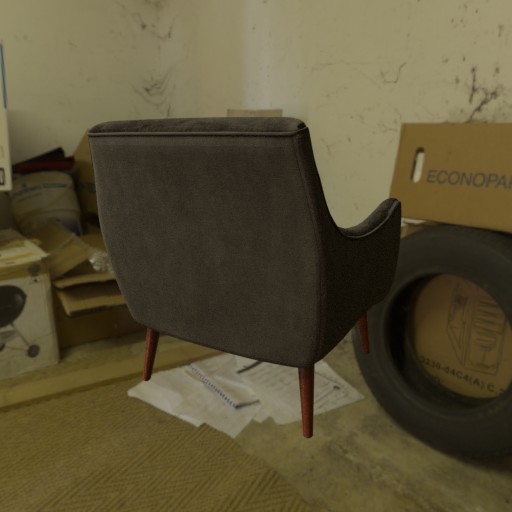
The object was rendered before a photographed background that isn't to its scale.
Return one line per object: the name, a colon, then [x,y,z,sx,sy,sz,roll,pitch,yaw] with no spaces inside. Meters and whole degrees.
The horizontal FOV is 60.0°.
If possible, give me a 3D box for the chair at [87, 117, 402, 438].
chair: [0.000,0.000,1.444,0.762,0.838,0.787,8,17,29]
